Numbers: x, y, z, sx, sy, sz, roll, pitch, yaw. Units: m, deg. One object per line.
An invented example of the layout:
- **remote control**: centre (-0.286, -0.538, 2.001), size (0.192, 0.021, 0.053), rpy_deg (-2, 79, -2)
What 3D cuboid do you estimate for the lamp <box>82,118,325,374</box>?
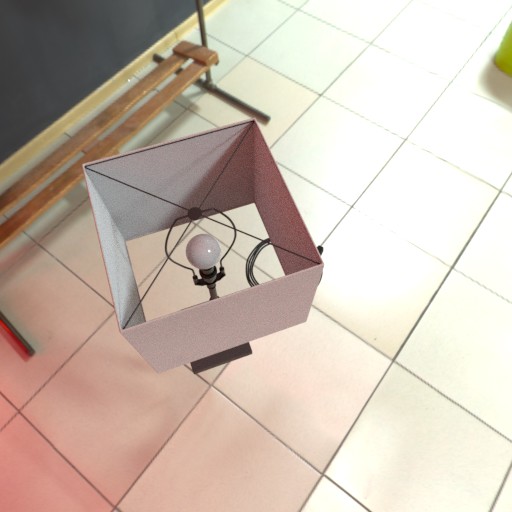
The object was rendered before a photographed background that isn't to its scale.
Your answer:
- **lamp**: centre (0.000, 0.000, 0.969), size (0.504, 0.660, 0.399), rpy_deg (-18, 65, -9)
